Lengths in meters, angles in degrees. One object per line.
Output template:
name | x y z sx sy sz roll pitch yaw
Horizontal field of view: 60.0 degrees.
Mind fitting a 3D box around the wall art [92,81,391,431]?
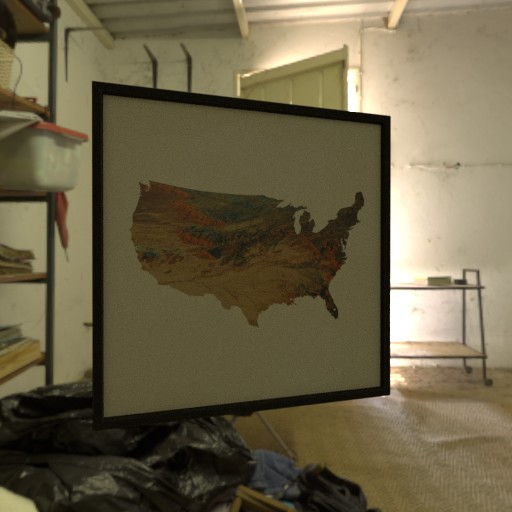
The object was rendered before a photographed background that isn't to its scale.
wall art | 0.000 0.000 0.439 0.304 0.303 0.015 0 0 -19
